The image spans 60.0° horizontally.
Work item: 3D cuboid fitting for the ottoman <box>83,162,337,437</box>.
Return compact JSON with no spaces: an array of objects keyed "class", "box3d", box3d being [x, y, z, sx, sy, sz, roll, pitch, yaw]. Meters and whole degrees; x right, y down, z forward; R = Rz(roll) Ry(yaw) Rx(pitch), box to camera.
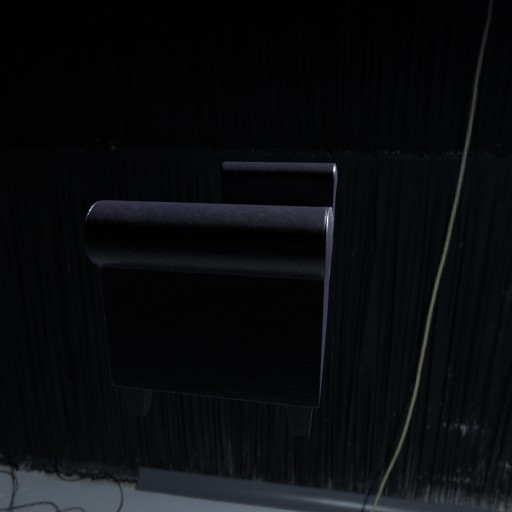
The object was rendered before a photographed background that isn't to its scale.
[{"class":"ottoman","box3d":[0.000,0.000,1.528,0.521,0.547,1.256,3,17,10]}]
